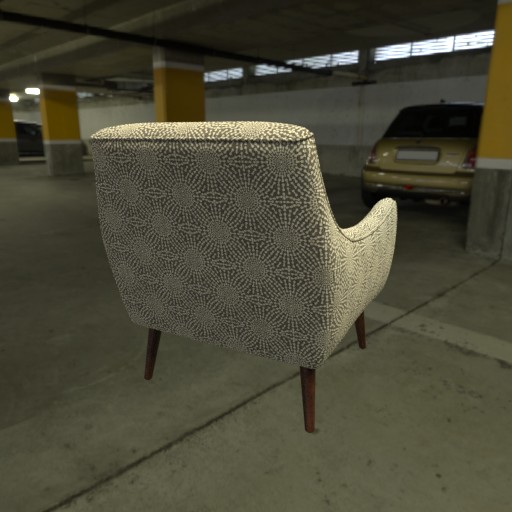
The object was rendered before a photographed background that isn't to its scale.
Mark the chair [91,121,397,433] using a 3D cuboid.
[{"bbox_3d":[0.000,0.000,1.472,0.762,0.838,0.787,8,17,27],"label":"chair"}]
